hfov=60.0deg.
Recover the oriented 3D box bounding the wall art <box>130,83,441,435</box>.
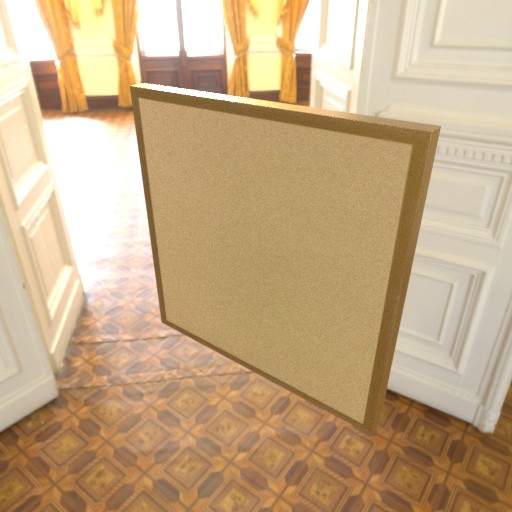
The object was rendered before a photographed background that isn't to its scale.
[{"bbox_3d":[0.000,0.000,0.761,0.510,0.509,0.033,20,36,31],"label":"wall art"}]
